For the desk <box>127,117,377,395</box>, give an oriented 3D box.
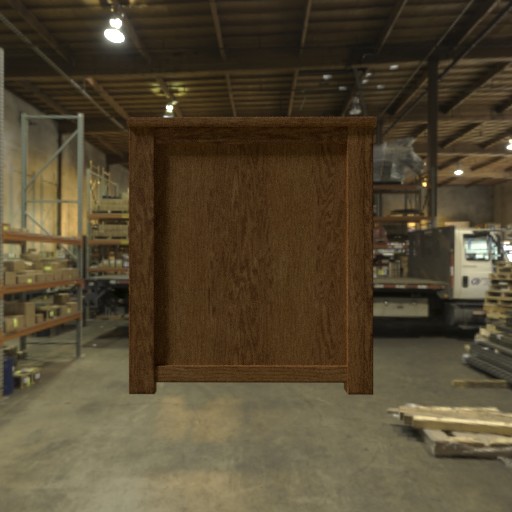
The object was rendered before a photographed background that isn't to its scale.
[{"bbox_3d":[0.000,0.000,1.975,0.685,0.751,1.567,0,0,0],"label":"desk"}]
